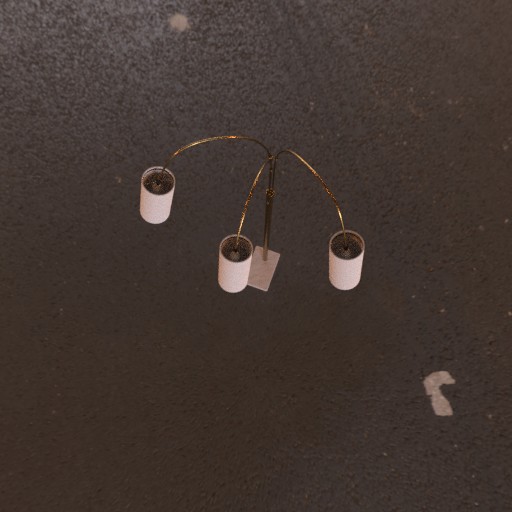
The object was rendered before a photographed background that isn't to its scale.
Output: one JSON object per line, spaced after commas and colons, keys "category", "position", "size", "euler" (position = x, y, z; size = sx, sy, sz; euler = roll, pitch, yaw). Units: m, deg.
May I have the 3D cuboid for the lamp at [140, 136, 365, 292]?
{"category": "lamp", "position": [0.000, 0.000, 2.555], "size": [1.020, 2.055, 0.667], "euler": [19, 76, 5]}
